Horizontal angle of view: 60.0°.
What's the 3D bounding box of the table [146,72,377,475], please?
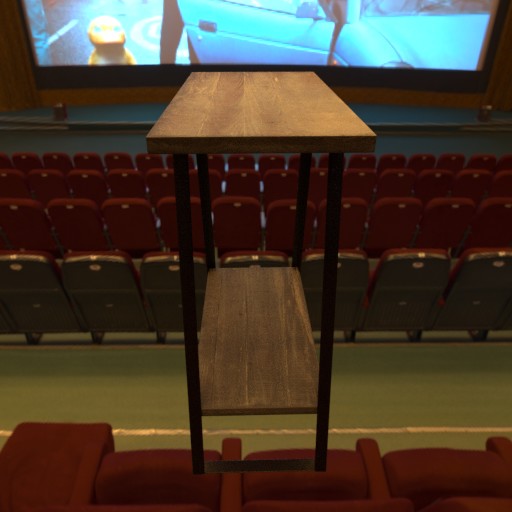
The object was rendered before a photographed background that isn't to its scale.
[{"bbox_3d":[0.000,0.000,1.006,0.300,0.701,0.599,-1,30,-1],"label":"table"}]
